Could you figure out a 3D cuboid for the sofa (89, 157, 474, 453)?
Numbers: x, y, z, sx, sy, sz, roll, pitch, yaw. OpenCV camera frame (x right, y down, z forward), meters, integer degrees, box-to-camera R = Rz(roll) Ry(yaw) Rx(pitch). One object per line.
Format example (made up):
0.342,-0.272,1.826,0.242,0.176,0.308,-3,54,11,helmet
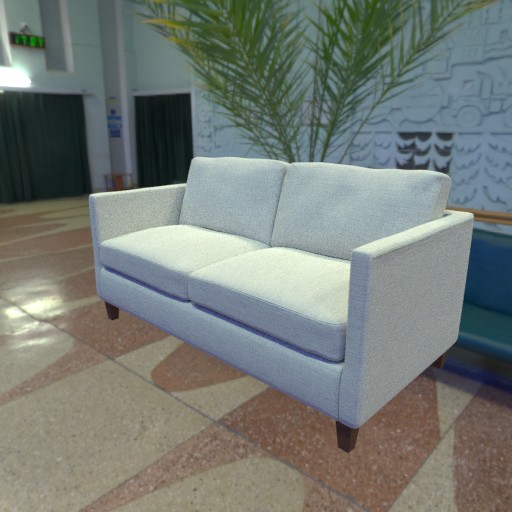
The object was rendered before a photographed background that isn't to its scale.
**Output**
0.000,0.000,2.335,1.838,0.963,0.950,15,21,42,sofa
